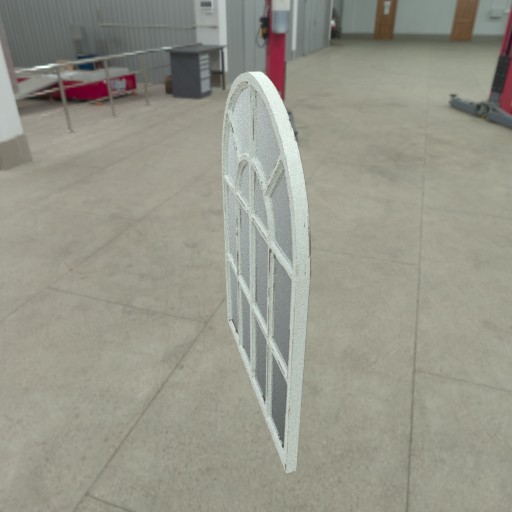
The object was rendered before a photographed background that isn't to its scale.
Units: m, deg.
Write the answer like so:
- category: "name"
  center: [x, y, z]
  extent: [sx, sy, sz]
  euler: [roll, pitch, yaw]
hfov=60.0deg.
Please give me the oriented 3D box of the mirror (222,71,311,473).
- category: "mirror"
  center: [0.000, 0.000, 1.193]
  extent: [0.032, 0.920, 0.660]
  euler: [-8, 30, -14]
